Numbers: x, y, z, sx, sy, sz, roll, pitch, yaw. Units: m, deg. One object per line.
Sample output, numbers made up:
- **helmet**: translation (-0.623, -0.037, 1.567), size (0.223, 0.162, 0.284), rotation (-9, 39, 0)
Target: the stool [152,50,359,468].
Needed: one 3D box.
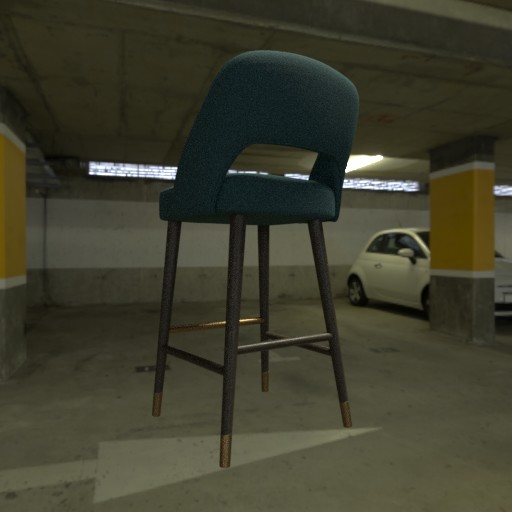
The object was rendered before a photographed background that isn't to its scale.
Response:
- **stool**: translation (0.000, 0.000, 1.353), size (0.536, 1.032, 0.522), rotation (0, 0, -36)
